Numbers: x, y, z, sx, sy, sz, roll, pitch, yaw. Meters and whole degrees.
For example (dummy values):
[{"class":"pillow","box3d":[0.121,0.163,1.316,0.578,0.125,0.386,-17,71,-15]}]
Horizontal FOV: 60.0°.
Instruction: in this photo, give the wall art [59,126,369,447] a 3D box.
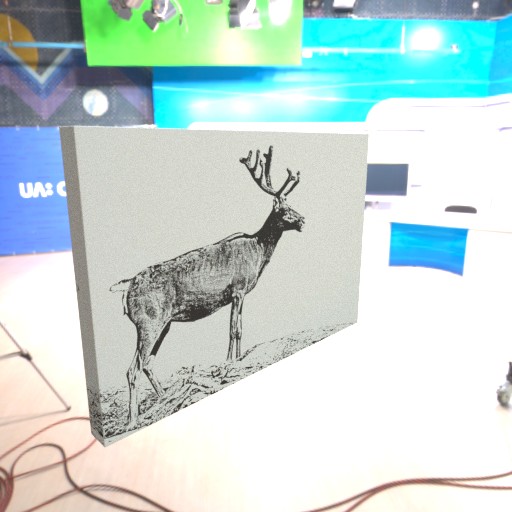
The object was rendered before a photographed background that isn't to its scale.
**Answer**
[{"class":"wall art","box3d":[0.000,0.000,0.763,0.608,0.414,0.042,-14,20,-43]}]
